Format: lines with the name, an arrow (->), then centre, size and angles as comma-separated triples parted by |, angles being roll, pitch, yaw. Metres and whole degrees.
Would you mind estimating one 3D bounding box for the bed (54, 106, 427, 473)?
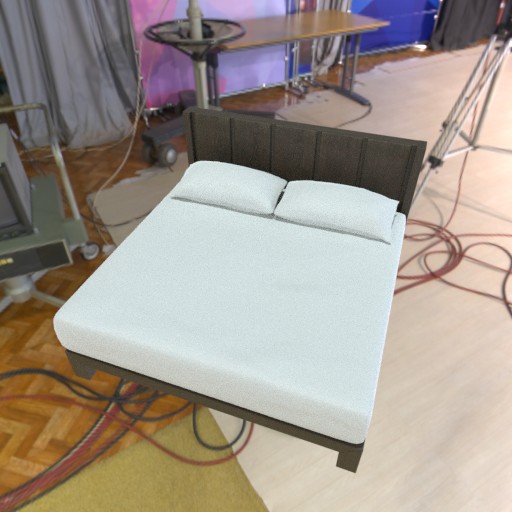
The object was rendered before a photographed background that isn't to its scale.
bed -> 0.000, 0.000, 3.466 | 2.143, 1.261, 2.238 | 13, 42, 15
